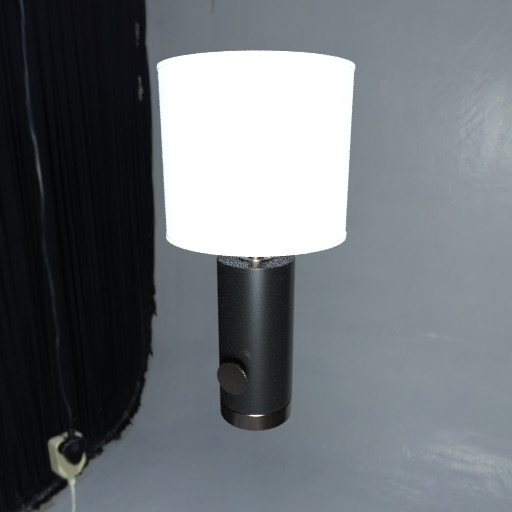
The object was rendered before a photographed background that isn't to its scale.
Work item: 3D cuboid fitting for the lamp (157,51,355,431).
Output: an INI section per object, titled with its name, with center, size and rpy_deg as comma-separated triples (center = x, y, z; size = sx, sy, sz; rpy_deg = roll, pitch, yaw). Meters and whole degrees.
[lamp]
center = 0.000, 0.000, 0.613
size = 0.241, 0.482, 0.240
rpy_deg = 7, 17, 25
